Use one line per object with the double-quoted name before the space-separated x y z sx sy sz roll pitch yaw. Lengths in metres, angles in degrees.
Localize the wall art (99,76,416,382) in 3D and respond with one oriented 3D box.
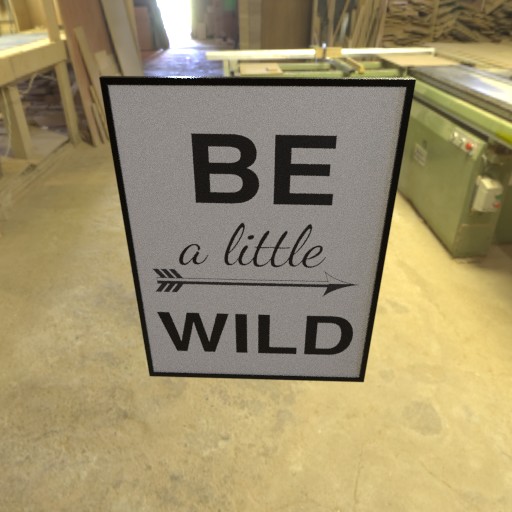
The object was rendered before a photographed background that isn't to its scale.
"wall art" 0.000 0.000 0.771 0.442 0.582 0.013 1 31 2
